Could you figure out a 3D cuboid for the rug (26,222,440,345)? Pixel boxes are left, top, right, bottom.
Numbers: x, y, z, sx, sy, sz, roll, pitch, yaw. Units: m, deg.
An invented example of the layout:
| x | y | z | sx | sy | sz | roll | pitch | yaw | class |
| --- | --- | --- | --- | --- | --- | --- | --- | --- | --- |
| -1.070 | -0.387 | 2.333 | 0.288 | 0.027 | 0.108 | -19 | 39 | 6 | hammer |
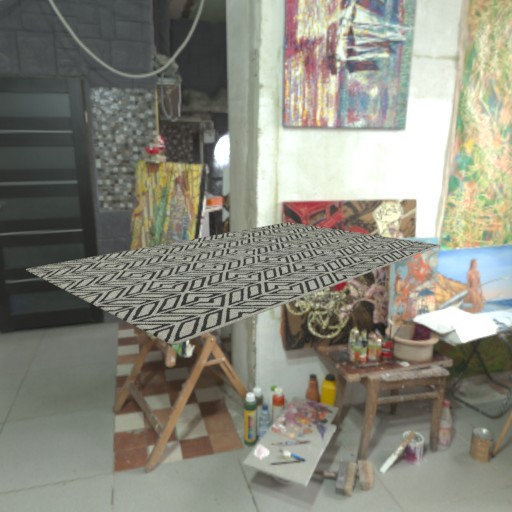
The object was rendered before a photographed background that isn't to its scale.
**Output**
| x | y | z | sx | sy | sz | roll | pitch | yaw | class |
| --- | --- | --- | --- | --- | --- | --- | --- | --- | --- |
| 0.000 | 0.000 | 3.008 | 1.523 | 0.008 | 2.438 | 13 | 19 | 43 | rug |
